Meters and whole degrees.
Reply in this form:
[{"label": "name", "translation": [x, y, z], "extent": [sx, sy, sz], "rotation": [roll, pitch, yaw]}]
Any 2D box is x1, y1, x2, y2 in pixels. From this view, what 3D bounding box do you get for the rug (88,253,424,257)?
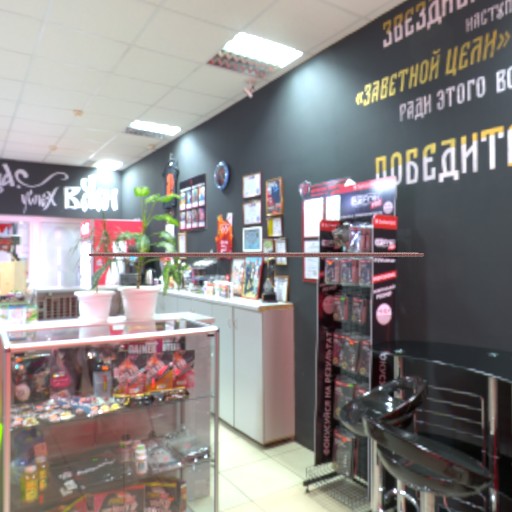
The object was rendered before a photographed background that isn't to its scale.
[{"label": "rug", "translation": [0.000, 0.000, 1.402], "extent": [0.604, 0.007, 1.219], "rotation": [0, 0, 0]}]
